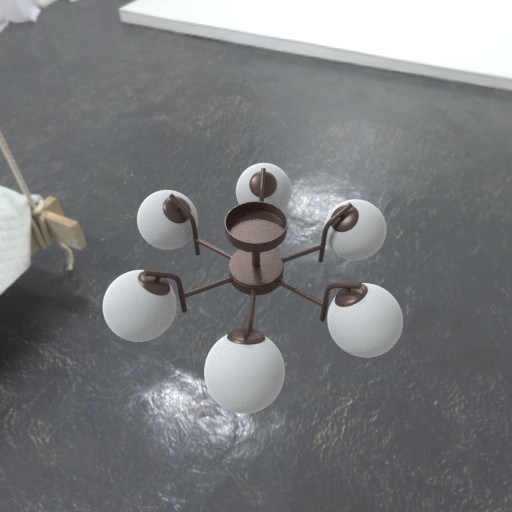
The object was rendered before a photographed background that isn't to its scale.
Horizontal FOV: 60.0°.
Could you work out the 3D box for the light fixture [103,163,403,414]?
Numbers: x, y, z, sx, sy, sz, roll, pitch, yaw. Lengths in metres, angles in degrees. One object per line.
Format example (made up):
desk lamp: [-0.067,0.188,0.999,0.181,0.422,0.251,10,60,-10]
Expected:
light fixture: [0.000,0.000,0.953,0.662,0.201,0.662,0,47,0]
